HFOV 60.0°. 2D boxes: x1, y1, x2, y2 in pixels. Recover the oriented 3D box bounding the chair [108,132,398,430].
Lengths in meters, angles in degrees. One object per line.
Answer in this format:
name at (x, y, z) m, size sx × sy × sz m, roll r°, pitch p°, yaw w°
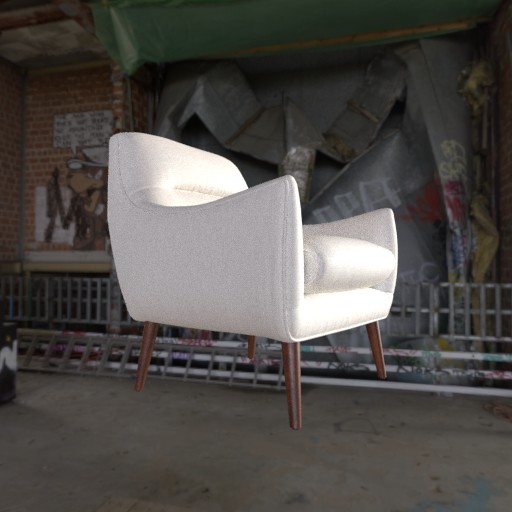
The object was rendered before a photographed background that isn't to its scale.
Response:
chair at (0.000, 0.000, 1.483) m, size 0.787 × 0.838 × 0.762 m, roll -1°, pitch -2°, yaw 35°
